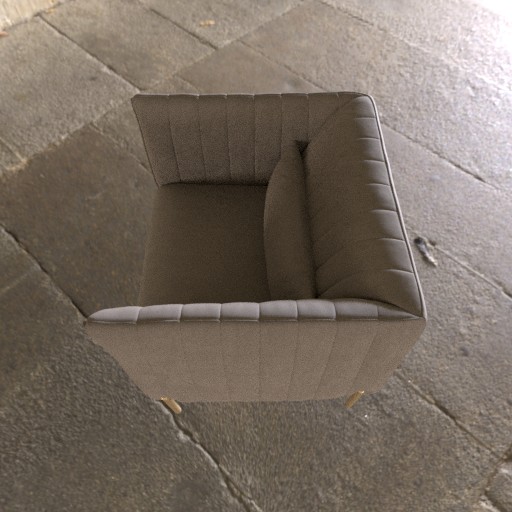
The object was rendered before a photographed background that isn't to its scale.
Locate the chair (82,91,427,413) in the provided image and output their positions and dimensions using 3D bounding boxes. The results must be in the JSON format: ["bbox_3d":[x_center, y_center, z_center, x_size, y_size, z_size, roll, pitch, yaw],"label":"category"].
[{"bbox_3d":[0.000,0.000,1.641,0.873,0.779,0.981,-1,57,-1],"label":"chair"}]
